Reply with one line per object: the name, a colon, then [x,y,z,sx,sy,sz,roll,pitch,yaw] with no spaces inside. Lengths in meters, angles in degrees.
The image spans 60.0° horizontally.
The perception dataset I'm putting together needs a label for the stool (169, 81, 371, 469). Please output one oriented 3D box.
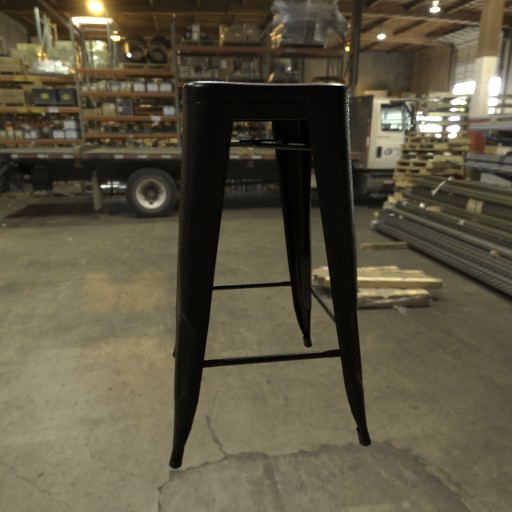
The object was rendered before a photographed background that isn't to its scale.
stool: [0.000,0.000,0.863,0.359,0.609,0.399,-3,16,-9]
